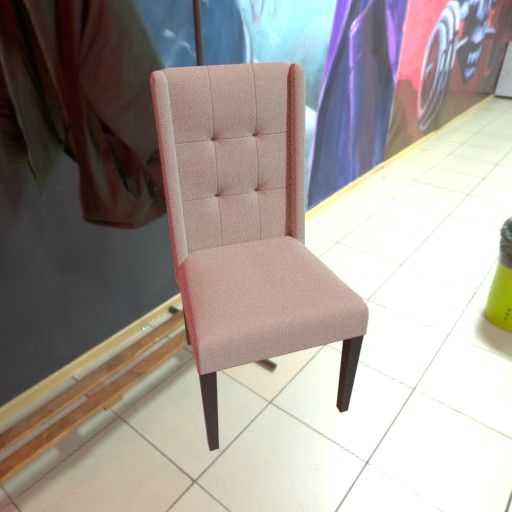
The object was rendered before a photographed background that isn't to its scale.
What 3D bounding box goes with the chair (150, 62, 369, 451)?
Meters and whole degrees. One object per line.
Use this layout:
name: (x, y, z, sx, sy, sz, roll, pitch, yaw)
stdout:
chair: (0.000, 0.000, 1.288, 0.474, 0.961, 0.523, -10, 34, -16)
